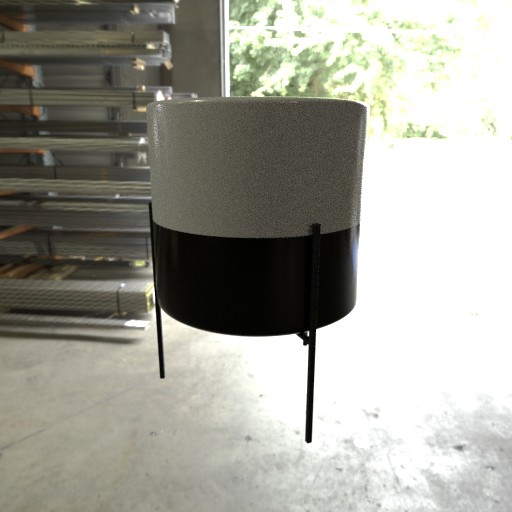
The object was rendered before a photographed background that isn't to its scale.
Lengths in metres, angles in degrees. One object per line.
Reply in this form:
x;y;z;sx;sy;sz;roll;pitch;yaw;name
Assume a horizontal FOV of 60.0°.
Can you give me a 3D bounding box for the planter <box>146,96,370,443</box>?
0.000;0.000;0.665;0.310;0.432;0.310;-3;16;-9;planter
